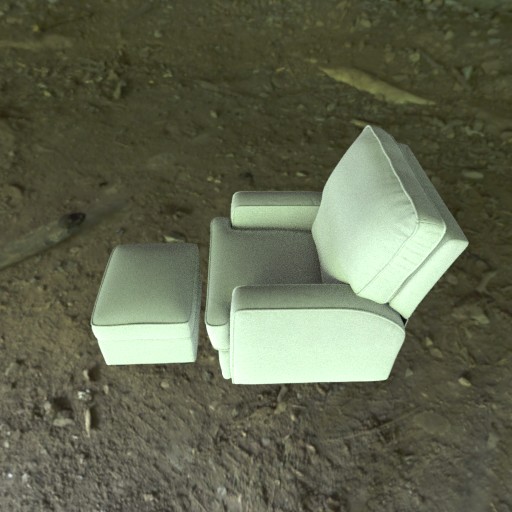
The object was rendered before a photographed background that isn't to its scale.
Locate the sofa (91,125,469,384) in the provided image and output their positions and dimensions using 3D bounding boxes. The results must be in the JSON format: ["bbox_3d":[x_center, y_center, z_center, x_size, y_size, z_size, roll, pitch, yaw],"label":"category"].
[{"bbox_3d":[0.000,0.000,2.040,1.472,0.959,0.861,-1,41,-2],"label":"sofa"}]
